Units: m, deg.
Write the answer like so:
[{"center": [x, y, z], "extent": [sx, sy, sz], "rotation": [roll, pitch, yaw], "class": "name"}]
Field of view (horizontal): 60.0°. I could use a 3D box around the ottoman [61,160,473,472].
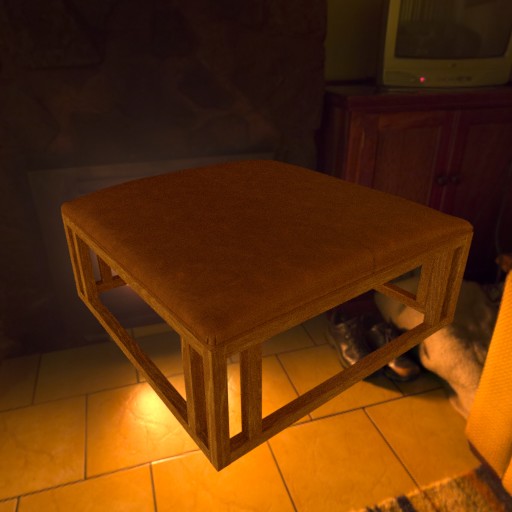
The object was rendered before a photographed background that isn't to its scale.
[{"center": [0.000, 0.000, 1.584], "extent": [1.013, 0.442, 1.016], "rotation": [-19, 32, -33], "class": "ottoman"}]
